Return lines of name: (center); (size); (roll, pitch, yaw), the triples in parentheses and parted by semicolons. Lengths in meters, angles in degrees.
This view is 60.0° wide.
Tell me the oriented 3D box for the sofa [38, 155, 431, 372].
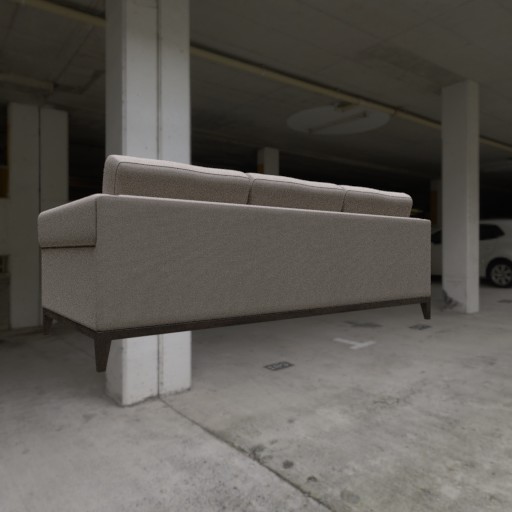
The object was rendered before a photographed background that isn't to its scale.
sofa: (0.000, 0.000, 2.651); (2.210, 0.838, 0.959); (0, 1, -37)
